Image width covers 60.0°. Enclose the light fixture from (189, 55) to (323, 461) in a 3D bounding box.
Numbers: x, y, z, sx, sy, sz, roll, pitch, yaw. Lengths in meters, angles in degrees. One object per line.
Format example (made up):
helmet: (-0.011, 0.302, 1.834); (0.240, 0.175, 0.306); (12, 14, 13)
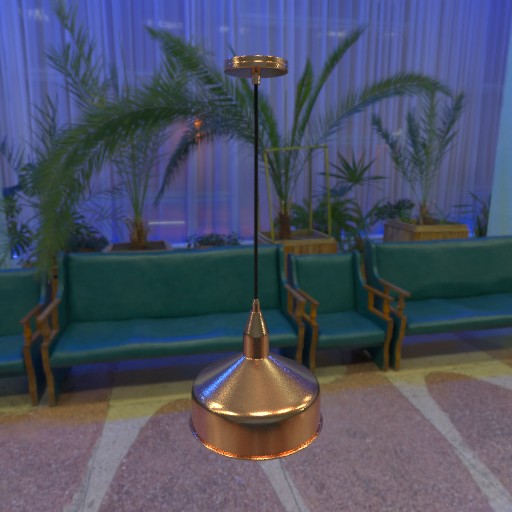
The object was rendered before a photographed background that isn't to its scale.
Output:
light fixture: (0.000, 0.000, 0.925); (0.301, 0.754, 0.301); (-2, 13, -10)
